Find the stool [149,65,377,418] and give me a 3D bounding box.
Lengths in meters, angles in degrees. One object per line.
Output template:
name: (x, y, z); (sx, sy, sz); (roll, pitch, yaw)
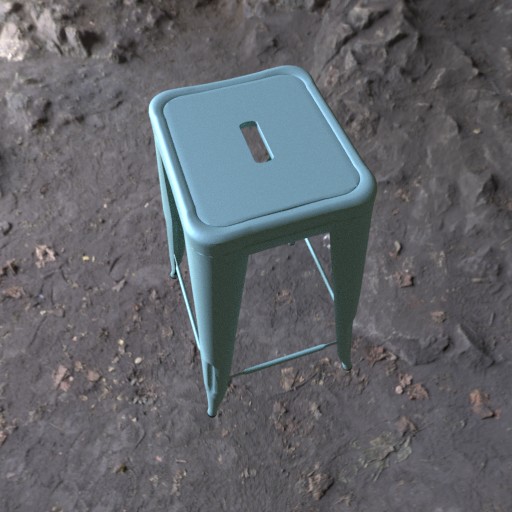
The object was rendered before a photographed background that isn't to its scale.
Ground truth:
stool: (0.000, 0.000, 0.866); (0.359, 0.609, 0.399); (-16, 60, -10)
